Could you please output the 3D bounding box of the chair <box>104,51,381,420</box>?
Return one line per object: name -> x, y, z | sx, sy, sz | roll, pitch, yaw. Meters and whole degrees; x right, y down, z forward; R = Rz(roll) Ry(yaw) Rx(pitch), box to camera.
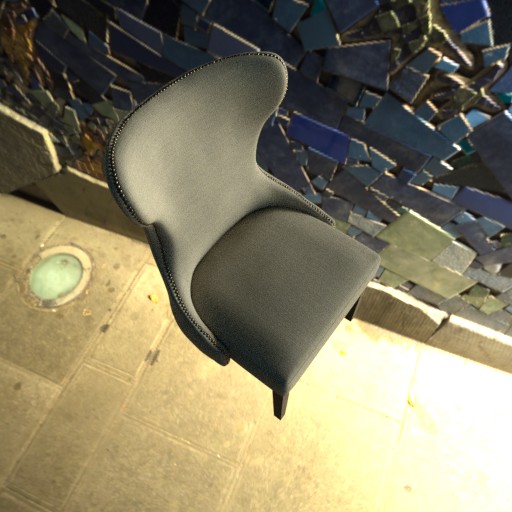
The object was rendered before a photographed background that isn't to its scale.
chair -> 0.000, 0.000, 1.385 | 0.635, 0.967, 0.628 | 33, 63, 19
